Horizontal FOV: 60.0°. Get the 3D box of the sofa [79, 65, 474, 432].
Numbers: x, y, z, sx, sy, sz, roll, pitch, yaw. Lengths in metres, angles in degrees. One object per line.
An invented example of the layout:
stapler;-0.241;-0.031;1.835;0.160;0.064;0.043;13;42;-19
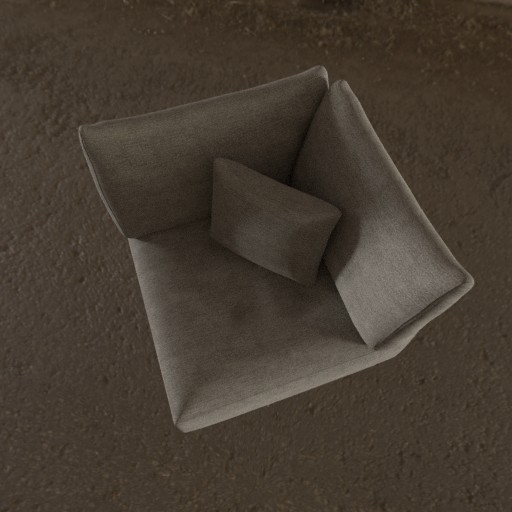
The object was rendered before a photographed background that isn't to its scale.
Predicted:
sofa;0.000;0.000;1.735;1.000;0.820;1.000;-17;64;-9
